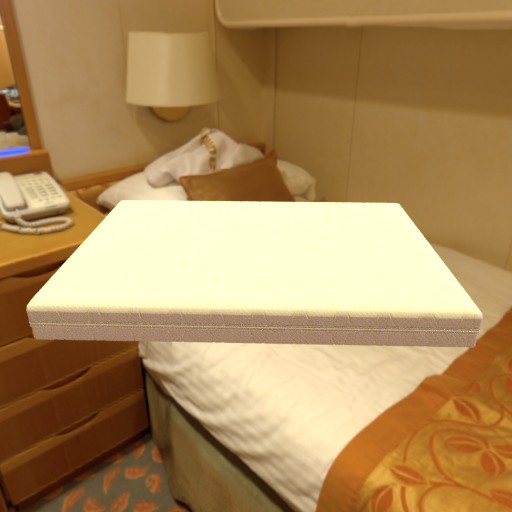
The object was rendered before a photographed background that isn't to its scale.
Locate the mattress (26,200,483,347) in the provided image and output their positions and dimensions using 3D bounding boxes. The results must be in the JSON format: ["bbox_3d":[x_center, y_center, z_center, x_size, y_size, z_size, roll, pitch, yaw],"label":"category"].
[{"bbox_3d":[0.000,0.000,2.576,2.000,0.200,1.400,1,26,2],"label":"mattress"}]
